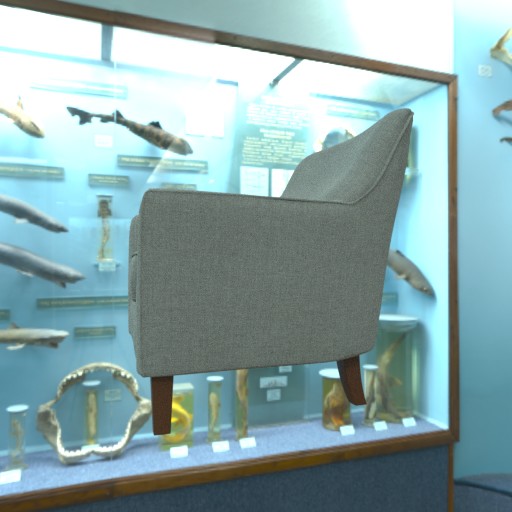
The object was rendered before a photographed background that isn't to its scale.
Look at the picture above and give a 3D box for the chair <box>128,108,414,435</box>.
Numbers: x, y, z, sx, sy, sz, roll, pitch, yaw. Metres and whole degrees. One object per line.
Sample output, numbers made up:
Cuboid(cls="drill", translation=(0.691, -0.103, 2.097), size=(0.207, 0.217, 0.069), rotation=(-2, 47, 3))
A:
Cuboid(cls="chair", translation=(0.000, 0.000, 1.787), size=(0.993, 1.047, 0.887), rotation=(0, 0, -18))
